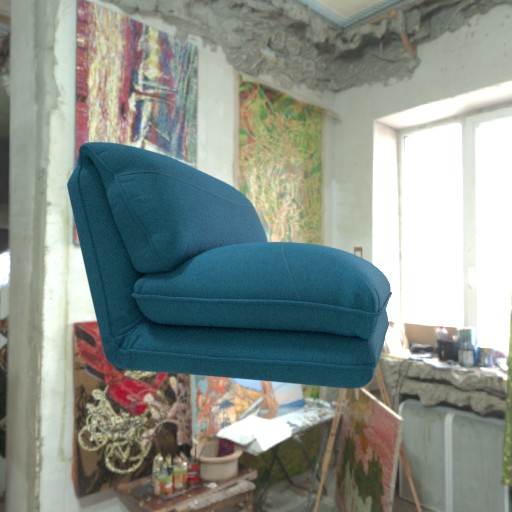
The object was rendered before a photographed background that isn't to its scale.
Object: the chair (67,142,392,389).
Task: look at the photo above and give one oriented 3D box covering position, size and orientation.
[{"bbox_3d":[0.000,0.000,1.356,0.780,0.580,0.820,0,-1,19],"label":"chair"}]
